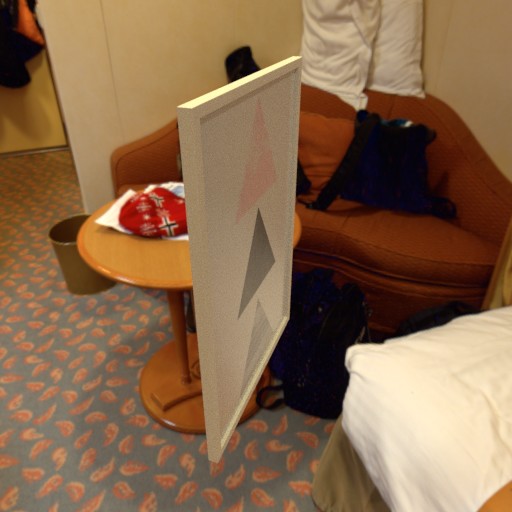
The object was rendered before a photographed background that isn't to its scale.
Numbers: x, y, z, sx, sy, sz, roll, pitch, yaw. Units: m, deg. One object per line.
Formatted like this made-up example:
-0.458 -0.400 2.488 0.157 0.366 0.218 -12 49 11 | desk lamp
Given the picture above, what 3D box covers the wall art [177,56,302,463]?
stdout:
0.000 0.000 0.566 0.013 0.433 0.303 11 33 18 | wall art
